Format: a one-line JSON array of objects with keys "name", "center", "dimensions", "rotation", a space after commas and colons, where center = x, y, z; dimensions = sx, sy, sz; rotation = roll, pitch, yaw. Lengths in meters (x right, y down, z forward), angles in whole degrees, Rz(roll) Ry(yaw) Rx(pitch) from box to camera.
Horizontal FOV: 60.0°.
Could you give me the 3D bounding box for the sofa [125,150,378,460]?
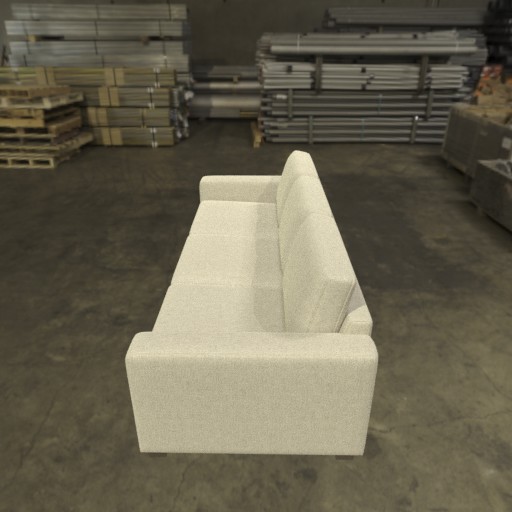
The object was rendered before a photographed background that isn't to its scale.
[{"name": "sofa", "center": [0.000, 0.000, 2.550], "dimensions": [0.900, 0.800, 2.160], "rotation": [0, 27, 1]}]
